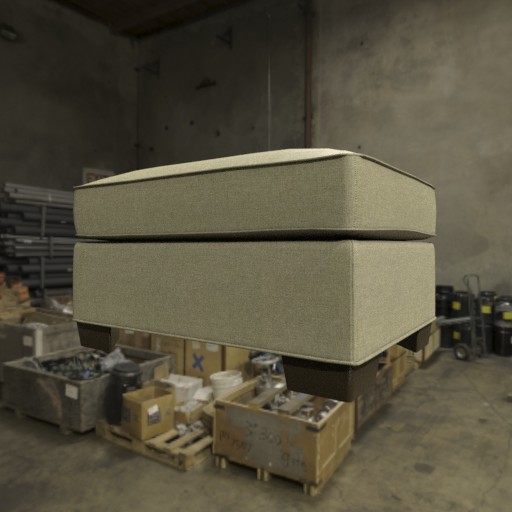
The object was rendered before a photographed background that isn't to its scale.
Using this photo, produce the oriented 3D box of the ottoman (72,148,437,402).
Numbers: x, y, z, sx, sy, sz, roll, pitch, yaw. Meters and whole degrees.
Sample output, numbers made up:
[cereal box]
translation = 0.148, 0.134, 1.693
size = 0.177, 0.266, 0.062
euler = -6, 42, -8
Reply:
[ottoman]
translation = 0.000, 0.000, 1.248
size = 0.843, 0.504, 0.619
euler = 1, 2, 34
